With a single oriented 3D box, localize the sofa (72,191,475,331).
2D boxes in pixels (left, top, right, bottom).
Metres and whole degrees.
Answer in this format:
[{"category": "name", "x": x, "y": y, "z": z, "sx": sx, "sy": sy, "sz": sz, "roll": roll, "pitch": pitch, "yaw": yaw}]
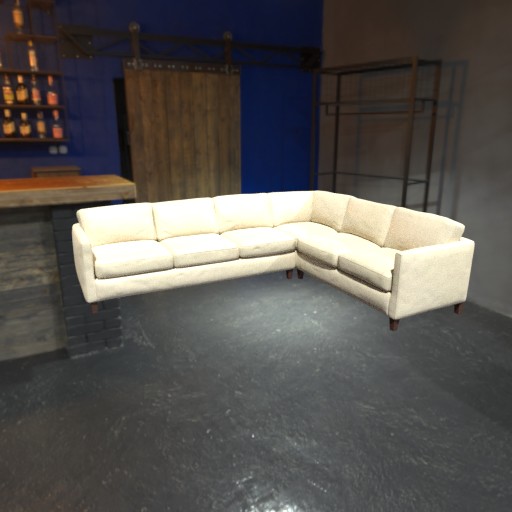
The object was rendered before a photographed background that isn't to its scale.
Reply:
[{"category": "sofa", "x": 0.000, "y": 0.000, "z": 4.539, "sx": 3.302, "sy": 0.947, "sz": 2.593, "roll": -8, "pitch": 18, "yaw": -26}]
